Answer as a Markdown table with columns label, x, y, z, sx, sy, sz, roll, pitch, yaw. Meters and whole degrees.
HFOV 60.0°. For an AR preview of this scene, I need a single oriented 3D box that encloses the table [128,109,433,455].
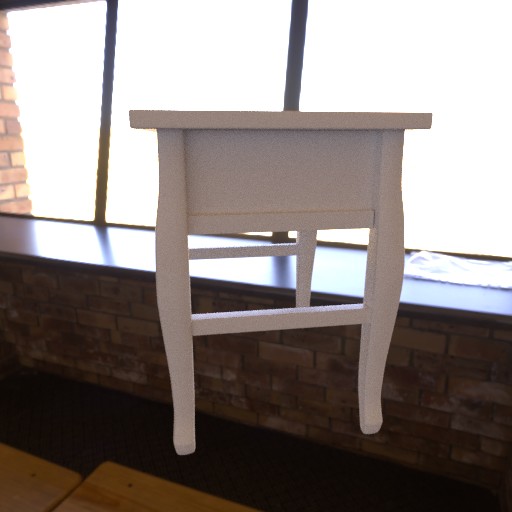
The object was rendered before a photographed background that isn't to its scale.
| label | x | y | z | sx | sy | sz | roll | pitch | yaw |
| --- | --- | --- | --- | --- | --- | --- | --- | --- | --- |
| table | 0.000 | 0.000 | 1.017 | 0.463 | 0.605 | 0.599 | -2 | 15 | -9 |
